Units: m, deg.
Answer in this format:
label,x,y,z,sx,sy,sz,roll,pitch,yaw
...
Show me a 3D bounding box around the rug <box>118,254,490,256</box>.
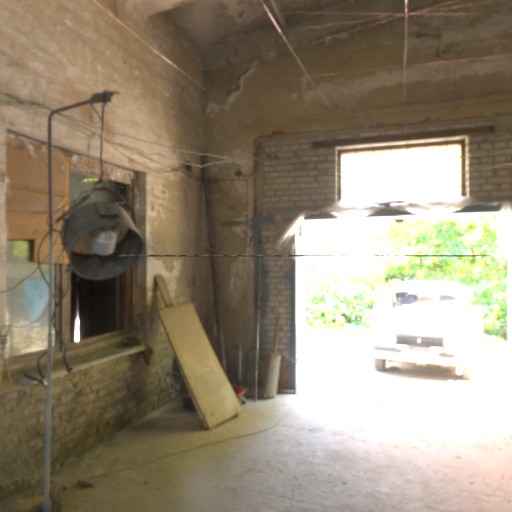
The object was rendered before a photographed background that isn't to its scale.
label,x,y,z,sx,sy,sz,roll,pitch,yaw
rug,0.000,0.000,4.144,2.437,0.010,3.056,0,0,-18
